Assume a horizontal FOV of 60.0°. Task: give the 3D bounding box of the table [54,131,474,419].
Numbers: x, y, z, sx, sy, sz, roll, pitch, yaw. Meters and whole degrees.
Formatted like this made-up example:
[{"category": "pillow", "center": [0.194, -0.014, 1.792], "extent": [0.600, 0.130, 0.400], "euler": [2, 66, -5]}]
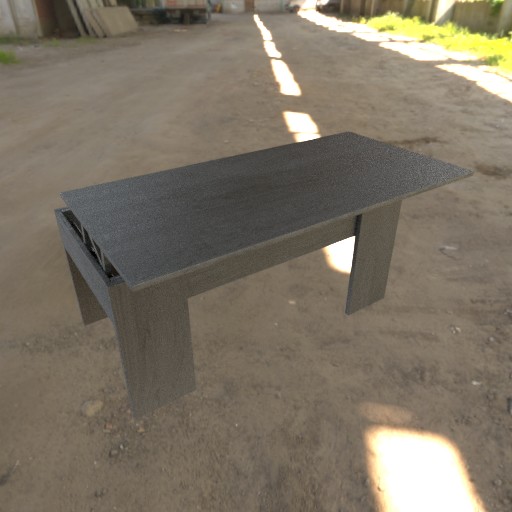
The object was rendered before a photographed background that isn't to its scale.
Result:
[{"category": "table", "center": [0.000, 0.000, 1.399], "extent": [1.000, 0.570, 0.711], "euler": [-19, 36, -29]}]
